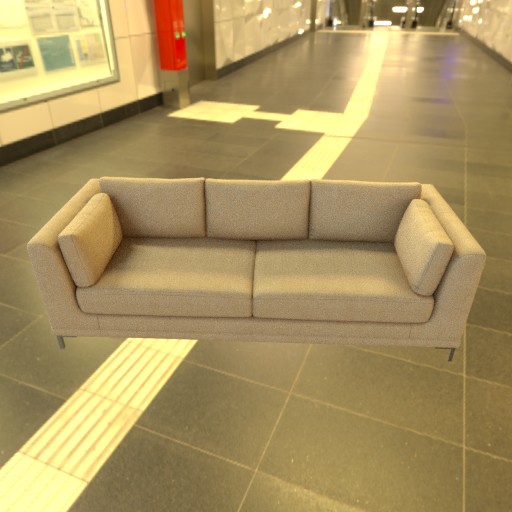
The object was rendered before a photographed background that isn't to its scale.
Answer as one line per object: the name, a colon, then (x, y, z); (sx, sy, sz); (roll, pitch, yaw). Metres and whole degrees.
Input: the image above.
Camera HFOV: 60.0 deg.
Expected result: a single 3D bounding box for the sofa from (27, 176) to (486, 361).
sofa: (0.000, 0.000, 2.860); (2.415, 0.867, 0.969); (1, 31, 2)
